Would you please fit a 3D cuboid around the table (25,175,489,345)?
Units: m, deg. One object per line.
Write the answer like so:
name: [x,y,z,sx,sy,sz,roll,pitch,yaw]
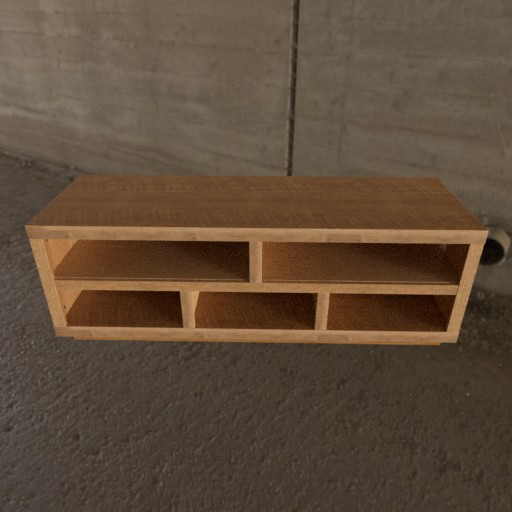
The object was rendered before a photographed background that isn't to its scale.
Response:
table: [0.000,0.000,1.769,1.499,0.491,0.499,1,30,1]
